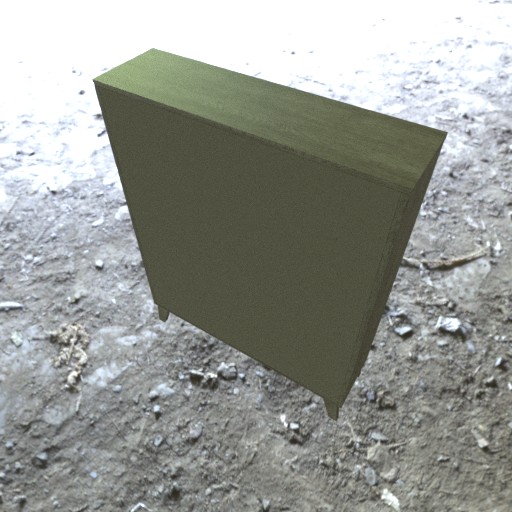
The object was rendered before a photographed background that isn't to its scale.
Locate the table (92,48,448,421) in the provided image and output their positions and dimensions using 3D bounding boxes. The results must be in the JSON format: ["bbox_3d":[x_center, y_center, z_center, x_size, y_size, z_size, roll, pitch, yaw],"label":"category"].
[{"bbox_3d":[0.000,0.000,1.539,0.902,1.135,0.256,25,52,21],"label":"table"}]
